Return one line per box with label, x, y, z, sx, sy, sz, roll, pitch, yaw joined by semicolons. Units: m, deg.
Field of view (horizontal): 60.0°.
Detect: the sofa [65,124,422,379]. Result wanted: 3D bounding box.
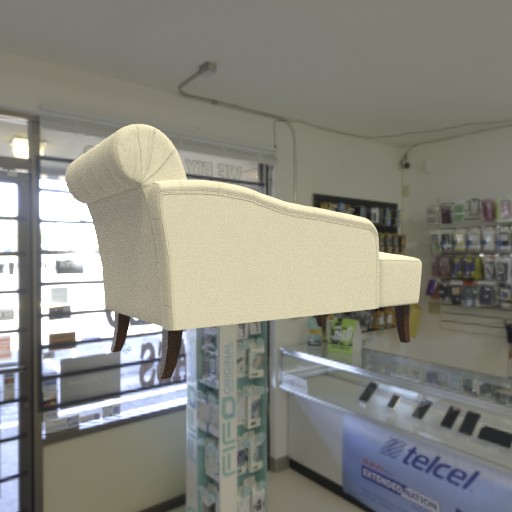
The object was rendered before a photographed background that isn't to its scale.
sofa;0.000;0.000;1.859;1.379;0.787;0.675;0;0;-36
